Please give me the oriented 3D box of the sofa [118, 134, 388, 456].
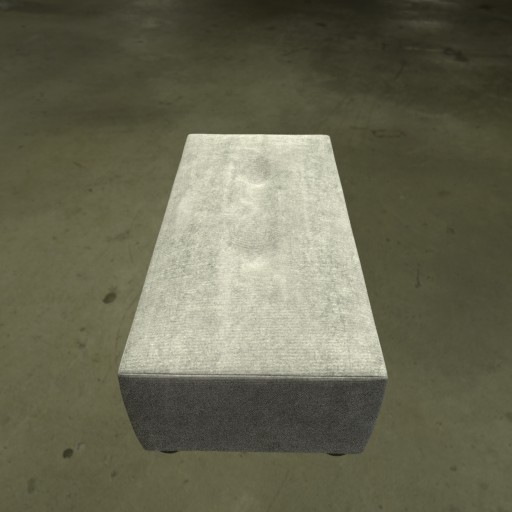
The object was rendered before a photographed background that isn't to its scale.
[{"bbox_3d":[0.000,0.000,1.168,0.480,0.330,0.930,1,41,1],"label":"sofa"}]
